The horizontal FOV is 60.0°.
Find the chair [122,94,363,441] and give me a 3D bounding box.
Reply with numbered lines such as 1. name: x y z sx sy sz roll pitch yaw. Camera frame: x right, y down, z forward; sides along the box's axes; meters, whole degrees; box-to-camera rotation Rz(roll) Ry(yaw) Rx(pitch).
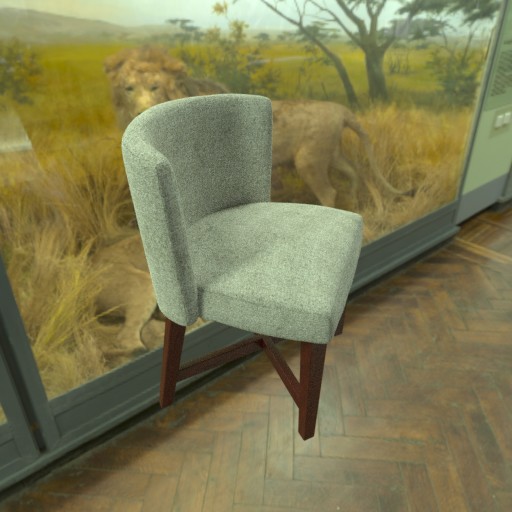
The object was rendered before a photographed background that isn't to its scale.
1. chair: 0.000 0.000 1.301 0.575 0.827 0.728 10 31 16
